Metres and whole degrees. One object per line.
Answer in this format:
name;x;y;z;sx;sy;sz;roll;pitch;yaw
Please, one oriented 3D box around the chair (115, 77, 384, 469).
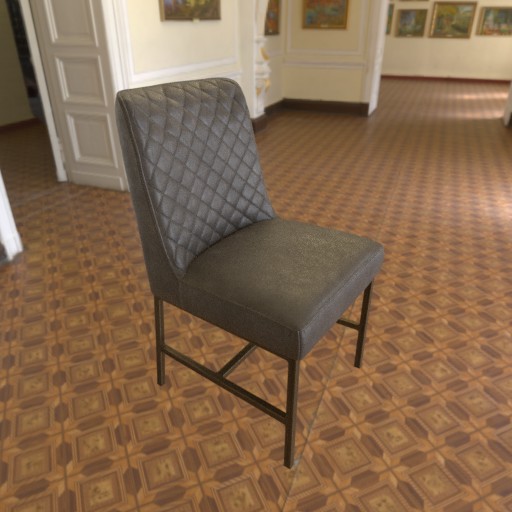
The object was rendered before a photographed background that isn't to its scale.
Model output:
chair;0.000;0.000;1.257;0.587;0.889;0.508;18;33;30
